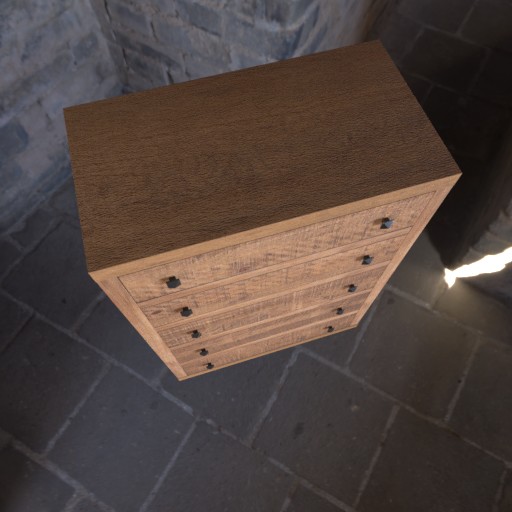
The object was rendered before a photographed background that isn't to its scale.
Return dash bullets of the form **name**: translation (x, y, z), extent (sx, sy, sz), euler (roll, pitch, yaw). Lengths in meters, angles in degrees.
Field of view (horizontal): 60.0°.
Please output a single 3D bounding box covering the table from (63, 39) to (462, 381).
- **table**: translation (0.000, 0.000, 1.694), extent (0.901, 1.294, 0.524), euler (-15, 65, -7)
